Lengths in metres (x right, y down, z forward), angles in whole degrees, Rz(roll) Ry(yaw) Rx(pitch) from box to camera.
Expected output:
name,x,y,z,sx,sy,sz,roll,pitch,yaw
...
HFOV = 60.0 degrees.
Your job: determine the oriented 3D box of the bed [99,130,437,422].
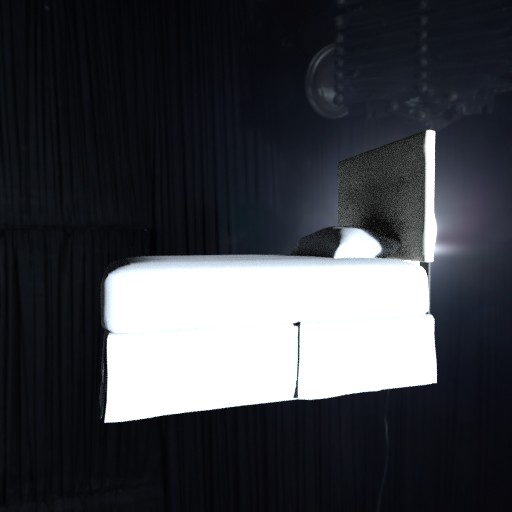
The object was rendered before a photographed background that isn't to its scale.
name,x,y,z,sx,sy,sz,roll,pitch,yaw
bed,0.000,0.000,2.990,1.997,1.571,1.261,-1,2,-17
